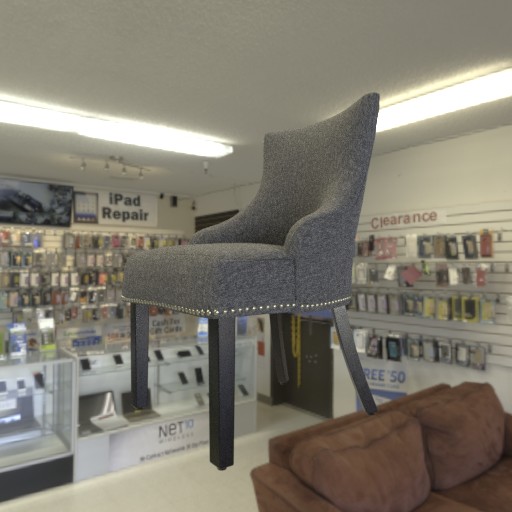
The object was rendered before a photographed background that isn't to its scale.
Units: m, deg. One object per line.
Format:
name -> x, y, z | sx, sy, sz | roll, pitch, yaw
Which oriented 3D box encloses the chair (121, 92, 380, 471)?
chair -> 0.000, 0.000, 1.282 | 0.629, 0.909, 0.566 | 1, -1, -36
